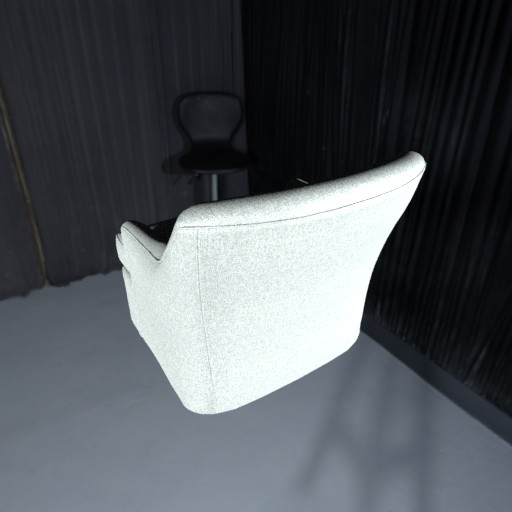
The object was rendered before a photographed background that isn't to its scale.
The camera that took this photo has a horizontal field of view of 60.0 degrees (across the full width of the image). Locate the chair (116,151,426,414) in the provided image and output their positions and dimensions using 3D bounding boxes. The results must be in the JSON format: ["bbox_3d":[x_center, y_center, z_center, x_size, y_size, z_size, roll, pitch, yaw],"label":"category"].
[{"bbox_3d":[0.000,0.000,1.625,0.864,0.856,0.923,-19,35,-29],"label":"chair"}]
